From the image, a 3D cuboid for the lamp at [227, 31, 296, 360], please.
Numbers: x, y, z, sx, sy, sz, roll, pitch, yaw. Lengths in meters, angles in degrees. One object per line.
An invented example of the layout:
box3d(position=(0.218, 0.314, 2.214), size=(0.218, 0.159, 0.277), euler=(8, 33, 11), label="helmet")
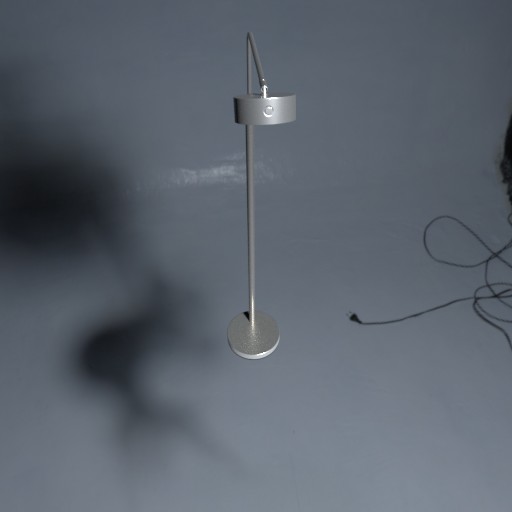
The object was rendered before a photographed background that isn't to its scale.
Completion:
box3d(position=(0.000, 0.000, 1.377), size=(0.222, 1.250, 0.421), euler=(-5, 48, -4), label="lamp")
